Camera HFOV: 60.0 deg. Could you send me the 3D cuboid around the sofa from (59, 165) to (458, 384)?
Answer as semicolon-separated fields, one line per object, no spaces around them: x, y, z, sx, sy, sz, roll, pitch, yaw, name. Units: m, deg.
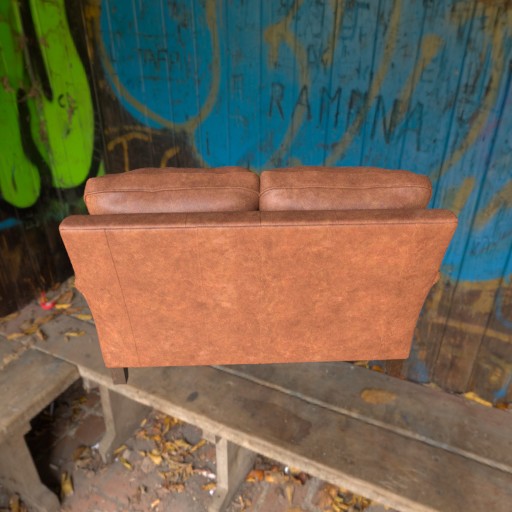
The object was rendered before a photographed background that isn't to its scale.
0.000;0.000;2.209;1.527;1.004;1.077;-1;29;-2;sofa
